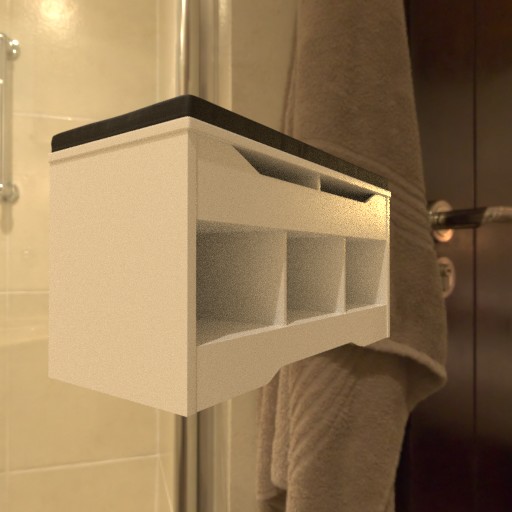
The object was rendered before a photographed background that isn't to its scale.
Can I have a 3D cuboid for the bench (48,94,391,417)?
[{"bbox_3d":[0.000,0.000,1.148,0.401,0.500,0.899,-1,-1,36],"label":"bench"}]
